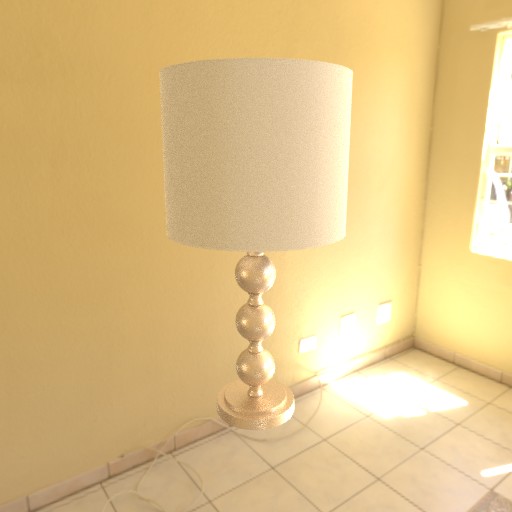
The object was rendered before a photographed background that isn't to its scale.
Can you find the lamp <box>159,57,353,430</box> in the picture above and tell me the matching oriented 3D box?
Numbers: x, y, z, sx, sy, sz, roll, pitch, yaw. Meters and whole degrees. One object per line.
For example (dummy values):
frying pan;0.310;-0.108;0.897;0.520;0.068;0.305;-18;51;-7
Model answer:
lamp;0.000;0.000;0.707;0.277;0.538;0.277;13;19;42
